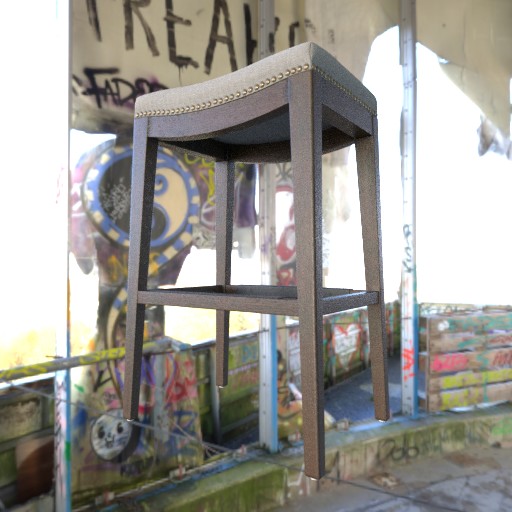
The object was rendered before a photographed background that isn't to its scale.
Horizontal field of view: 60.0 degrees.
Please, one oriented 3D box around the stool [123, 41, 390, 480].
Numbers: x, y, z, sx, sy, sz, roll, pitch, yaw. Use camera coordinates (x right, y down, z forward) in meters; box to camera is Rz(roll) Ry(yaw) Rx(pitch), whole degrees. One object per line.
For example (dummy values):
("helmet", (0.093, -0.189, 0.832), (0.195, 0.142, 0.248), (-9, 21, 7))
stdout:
("stool", (0.000, 0.000, 1.031), (0.508, 0.762, 0.356), (-1, -1, 35))
